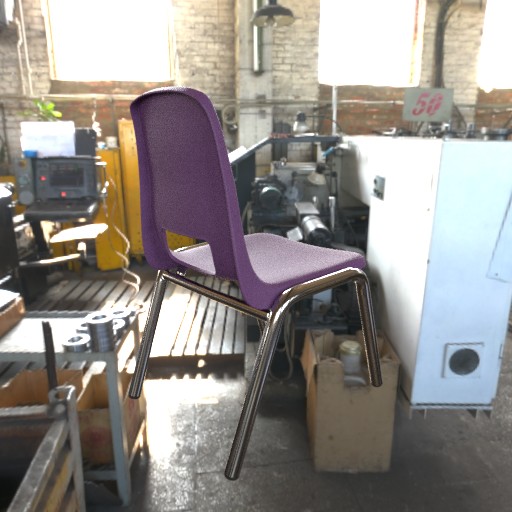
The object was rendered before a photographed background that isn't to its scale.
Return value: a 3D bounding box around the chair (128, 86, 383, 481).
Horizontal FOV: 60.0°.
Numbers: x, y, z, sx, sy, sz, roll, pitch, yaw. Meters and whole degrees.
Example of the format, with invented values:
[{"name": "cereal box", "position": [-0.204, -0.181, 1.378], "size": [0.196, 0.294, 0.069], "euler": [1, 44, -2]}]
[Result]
[{"name": "chair", "position": [0.000, 0.000, 0.851], "size": [0.419, 0.584, 0.356], "euler": [-15, 21, -42]}]
